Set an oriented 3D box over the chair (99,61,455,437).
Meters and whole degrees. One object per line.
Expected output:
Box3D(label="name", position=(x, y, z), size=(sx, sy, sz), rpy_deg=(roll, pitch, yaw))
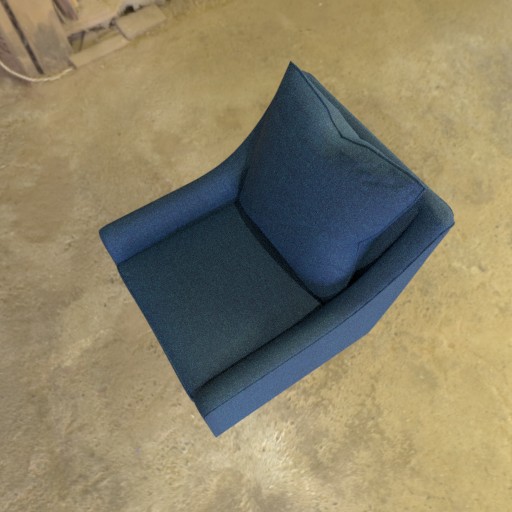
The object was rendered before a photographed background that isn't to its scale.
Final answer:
Box3D(label="chair", position=(0.000, 0.000, 1.556), size=(0.870, 0.939, 0.750), rpy_deg=(-30, 66, -15))
